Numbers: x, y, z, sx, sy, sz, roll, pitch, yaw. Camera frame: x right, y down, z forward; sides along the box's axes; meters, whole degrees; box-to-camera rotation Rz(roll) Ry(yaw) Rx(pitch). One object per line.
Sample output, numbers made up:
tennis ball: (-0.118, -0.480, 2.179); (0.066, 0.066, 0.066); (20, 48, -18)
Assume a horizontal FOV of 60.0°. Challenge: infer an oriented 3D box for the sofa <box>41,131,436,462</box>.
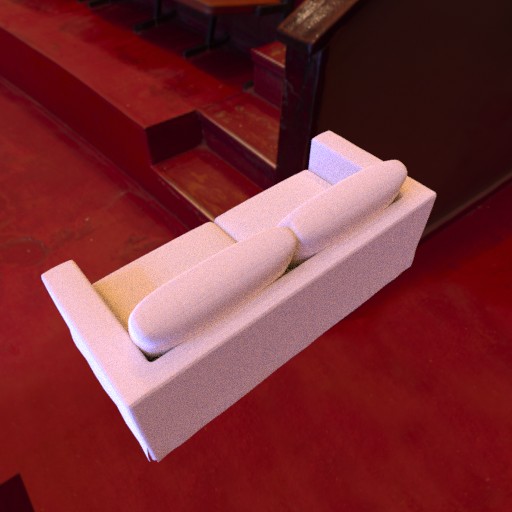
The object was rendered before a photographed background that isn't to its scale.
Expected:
sofa: (0.000, 0.000, 2.658); (2.163, 0.881, 0.954); (-32, 55, -25)
